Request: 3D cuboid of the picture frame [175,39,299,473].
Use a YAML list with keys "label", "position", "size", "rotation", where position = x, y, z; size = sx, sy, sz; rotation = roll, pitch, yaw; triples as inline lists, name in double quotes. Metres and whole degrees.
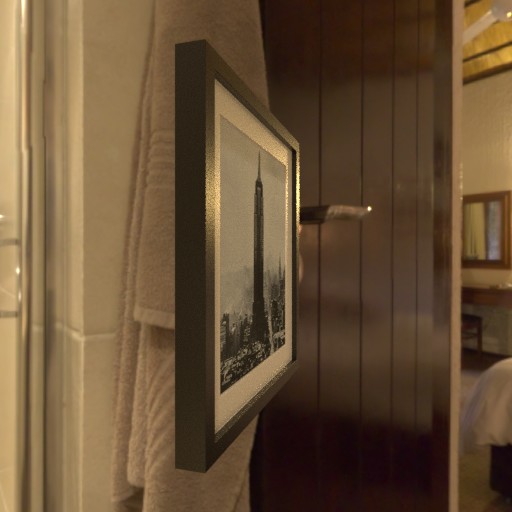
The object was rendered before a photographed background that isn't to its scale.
- label: "picture frame"
  position: [0.000, 0.000, 0.533]
  size: [0.029, 0.353, 0.355]
  rotation: [0, 0, 18]
